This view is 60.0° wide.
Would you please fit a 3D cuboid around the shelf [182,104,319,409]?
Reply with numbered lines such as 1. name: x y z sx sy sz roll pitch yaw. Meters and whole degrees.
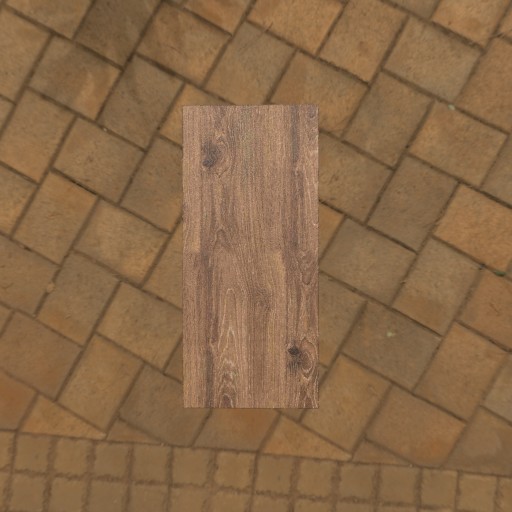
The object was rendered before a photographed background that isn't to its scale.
1. shelf: 0.000 0.000 2.017 0.360 1.700 0.800 0 90 1
